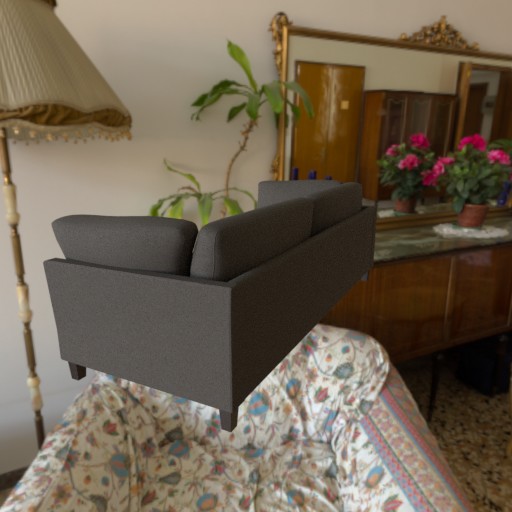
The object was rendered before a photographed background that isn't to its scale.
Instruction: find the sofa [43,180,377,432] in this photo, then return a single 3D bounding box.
[{"bbox_3d":[0.000,0.000,2.751,0.969,0.792,2.312,7,16,26],"label":"sofa"}]
